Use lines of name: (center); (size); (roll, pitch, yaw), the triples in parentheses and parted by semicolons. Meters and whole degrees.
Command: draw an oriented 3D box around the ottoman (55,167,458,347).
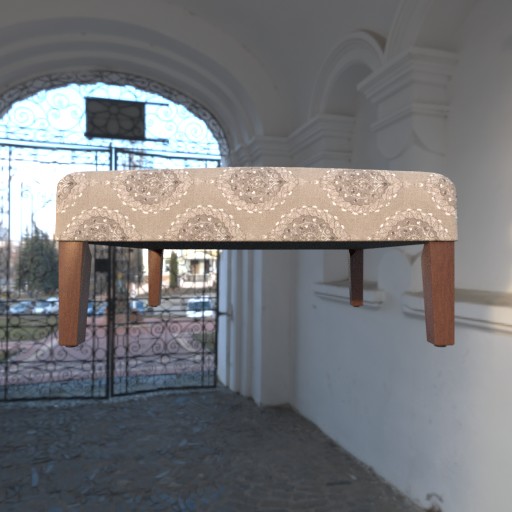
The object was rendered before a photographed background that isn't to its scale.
ottoman: (0.000, 0.000, 1.406); (0.890, 0.411, 0.889); (0, 0, 0)
